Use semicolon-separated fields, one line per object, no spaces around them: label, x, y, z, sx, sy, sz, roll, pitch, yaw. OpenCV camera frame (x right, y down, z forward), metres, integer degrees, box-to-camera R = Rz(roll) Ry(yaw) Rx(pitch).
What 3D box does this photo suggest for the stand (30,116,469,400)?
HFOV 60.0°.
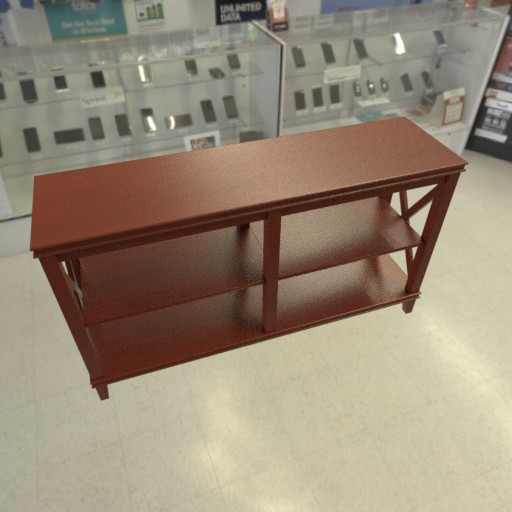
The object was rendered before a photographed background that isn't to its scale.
stand;0.000;0.000;1.701;1.372;0.762;0.381;-13;43;-14
